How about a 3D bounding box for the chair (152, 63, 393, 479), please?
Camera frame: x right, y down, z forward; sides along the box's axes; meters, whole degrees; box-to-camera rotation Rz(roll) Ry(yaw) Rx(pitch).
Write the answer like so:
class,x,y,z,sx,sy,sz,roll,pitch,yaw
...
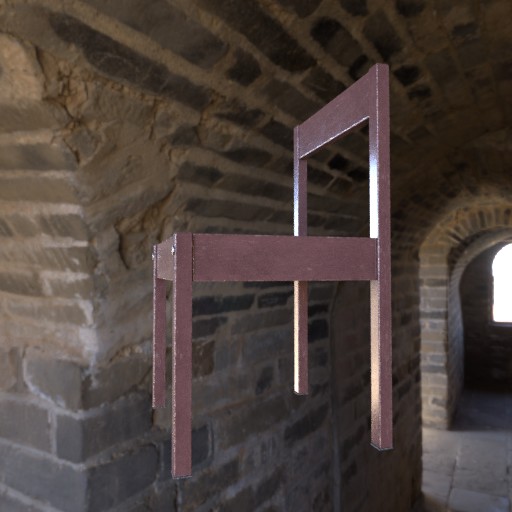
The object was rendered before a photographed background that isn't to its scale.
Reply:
class,x,y,z,sx,sy,sz,roll,pitch,yaw
chair,0.000,0.000,0.674,0.285,0.505,0.285,1,-2,-18
